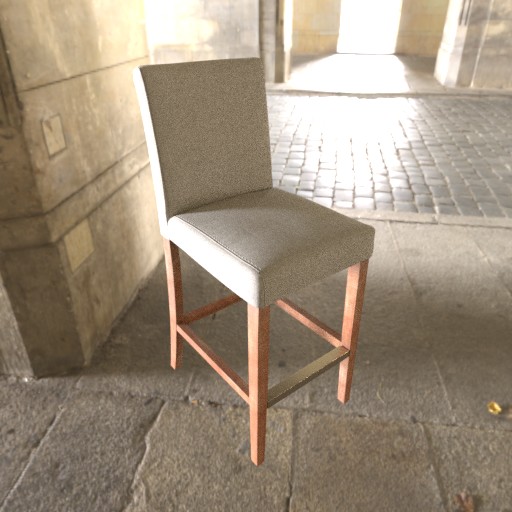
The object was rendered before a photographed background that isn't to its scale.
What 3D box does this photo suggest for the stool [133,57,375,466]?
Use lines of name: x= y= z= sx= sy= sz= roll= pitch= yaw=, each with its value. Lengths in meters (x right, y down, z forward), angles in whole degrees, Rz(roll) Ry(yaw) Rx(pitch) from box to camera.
stool: x=0.000 y=0.000 z=1.388 sx=0.439 sy=1.088 sz=0.570 roll=-21 pitch=36 yaw=-33
